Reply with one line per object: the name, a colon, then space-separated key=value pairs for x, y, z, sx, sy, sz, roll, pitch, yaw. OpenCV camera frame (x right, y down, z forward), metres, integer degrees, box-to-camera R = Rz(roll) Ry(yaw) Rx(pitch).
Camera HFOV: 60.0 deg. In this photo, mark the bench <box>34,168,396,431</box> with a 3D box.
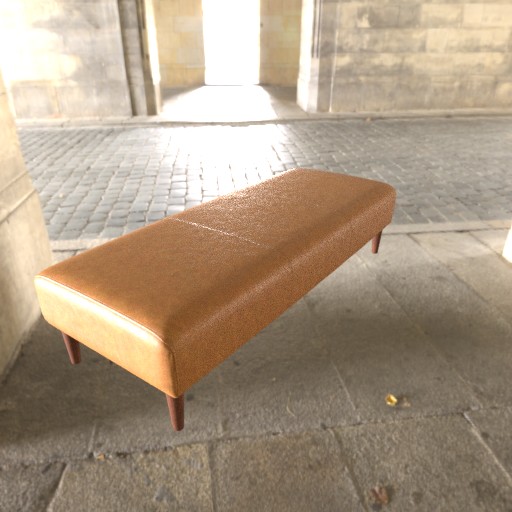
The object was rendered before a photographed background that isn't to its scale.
bench: x=0.000 y=0.000 z=1.902 sx=0.653 sy=0.399 sz=1.610 roll=18 pitch=31 yaw=32
